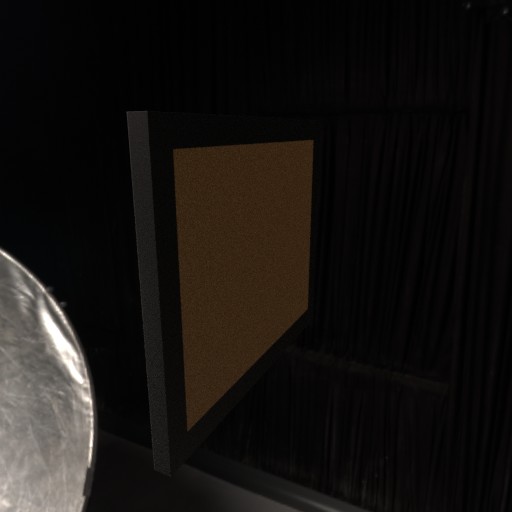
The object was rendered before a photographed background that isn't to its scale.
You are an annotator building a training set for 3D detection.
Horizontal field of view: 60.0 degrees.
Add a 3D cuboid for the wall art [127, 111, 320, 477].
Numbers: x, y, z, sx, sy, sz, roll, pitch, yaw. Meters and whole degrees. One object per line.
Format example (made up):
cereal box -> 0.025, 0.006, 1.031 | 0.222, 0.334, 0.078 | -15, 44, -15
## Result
wall art -> 0.000, 0.000, 0.768 | 0.028, 0.460, 0.561 | 8, 18, 25
